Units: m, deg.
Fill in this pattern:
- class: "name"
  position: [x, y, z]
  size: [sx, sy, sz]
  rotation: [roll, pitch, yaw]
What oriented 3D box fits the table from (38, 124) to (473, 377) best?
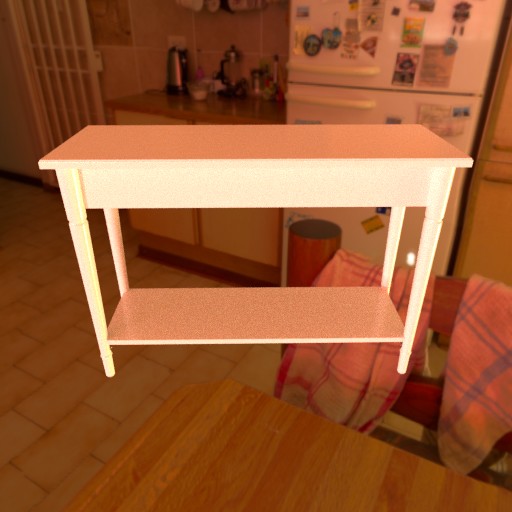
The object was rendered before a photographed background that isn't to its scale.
- class: "table"
  position: [0.000, 0.000, 1.432]
  size: [1.067, 0.749, 0.381]
  rotation: [0, 29, -1]
